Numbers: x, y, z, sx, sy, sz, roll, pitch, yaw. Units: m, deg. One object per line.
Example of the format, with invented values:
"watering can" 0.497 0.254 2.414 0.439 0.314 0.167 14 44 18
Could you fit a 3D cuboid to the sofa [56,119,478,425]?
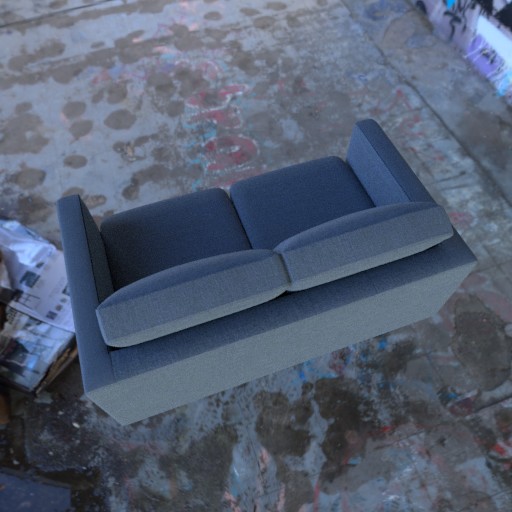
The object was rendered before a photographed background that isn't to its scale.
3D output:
"sofa" 0.000 0.000 2.196 1.659 0.907 0.999 -17 59 -10
